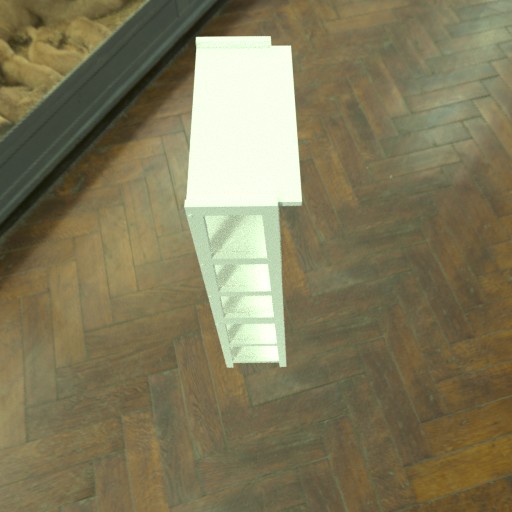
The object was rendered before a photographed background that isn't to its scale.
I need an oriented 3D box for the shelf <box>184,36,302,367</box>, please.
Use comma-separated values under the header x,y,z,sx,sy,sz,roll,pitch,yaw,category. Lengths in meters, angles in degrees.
x,y,z,sx,sy,sz,roll,pitch,yaw,category
0.000,0.000,2.142,0.381,1.892,0.660,-1,64,0,shelf
